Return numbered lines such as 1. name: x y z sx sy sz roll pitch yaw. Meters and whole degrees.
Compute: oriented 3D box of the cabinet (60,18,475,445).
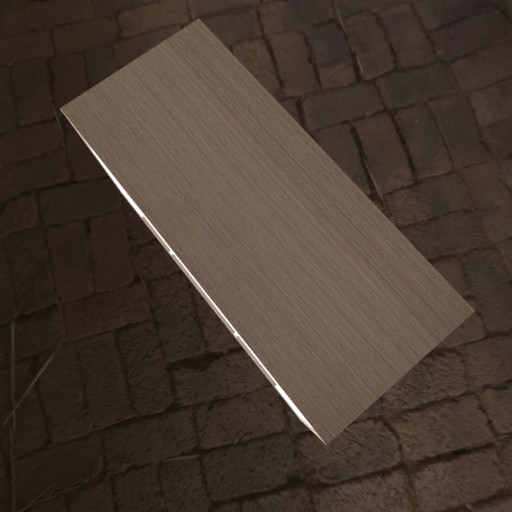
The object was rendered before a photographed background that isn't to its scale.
1. cabinet: 0.000 0.000 1.585 0.470 1.016 1.057 -38 78 -10
